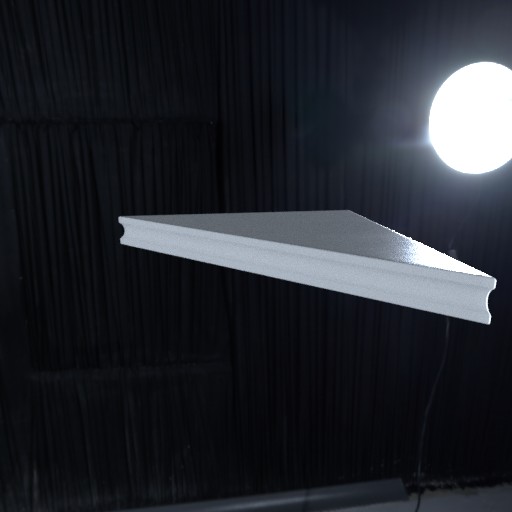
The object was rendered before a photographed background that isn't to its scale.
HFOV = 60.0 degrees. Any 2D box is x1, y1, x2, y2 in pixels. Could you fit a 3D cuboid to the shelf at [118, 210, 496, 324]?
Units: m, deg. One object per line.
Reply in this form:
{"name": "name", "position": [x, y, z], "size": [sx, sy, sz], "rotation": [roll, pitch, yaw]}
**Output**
{"name": "shelf", "position": [0.000, 0.000, 0.431], "size": [0.296, 0.035, 0.296], "rotation": [-2, 15, -9]}
